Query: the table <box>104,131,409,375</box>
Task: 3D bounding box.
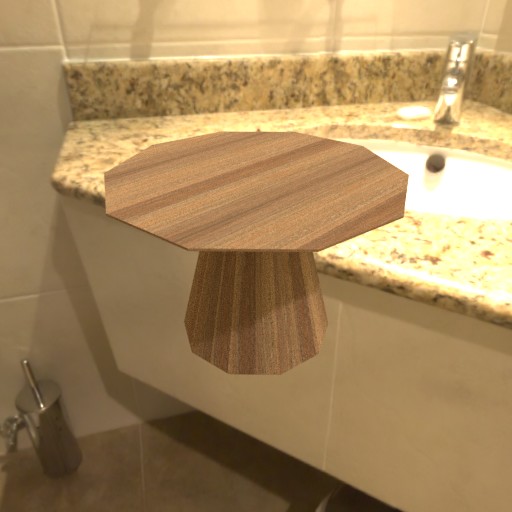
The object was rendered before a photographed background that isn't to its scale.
[{"bbox_3d":[0.000,0.000,1.922,1.186,0.752,1.186,0,32,0],"label":"table"}]
